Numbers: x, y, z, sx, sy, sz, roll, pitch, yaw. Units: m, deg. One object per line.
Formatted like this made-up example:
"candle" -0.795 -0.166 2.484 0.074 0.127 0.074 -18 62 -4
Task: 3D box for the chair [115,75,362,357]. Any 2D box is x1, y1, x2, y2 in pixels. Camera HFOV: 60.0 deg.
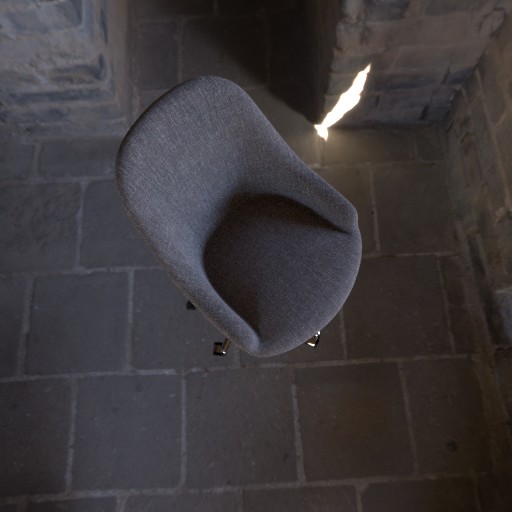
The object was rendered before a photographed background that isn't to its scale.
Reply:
"chair" 0.000 0.000 1.450 0.712 0.950 0.671 39 78 10
